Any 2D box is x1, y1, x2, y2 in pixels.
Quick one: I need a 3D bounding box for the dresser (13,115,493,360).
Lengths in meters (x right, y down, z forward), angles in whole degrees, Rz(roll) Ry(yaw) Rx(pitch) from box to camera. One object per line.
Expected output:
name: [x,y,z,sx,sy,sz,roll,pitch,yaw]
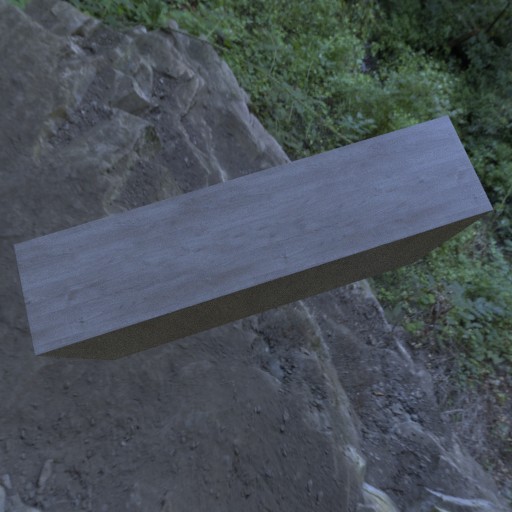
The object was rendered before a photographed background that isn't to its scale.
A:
dresser: [0.000,0.000,1.886,1.590,0.795,0.390,-18,76,-4]
